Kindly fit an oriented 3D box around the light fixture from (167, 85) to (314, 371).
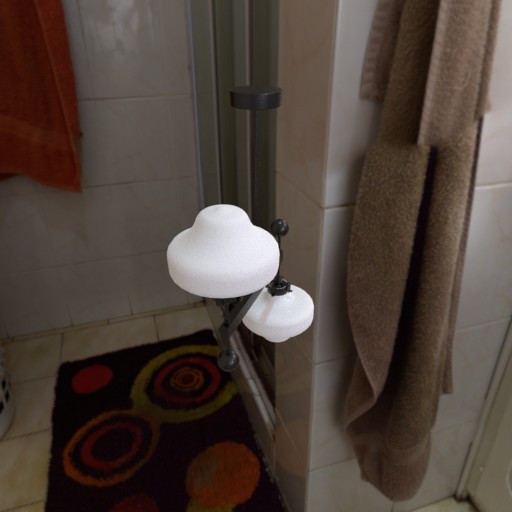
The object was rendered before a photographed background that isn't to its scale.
[{"bbox_3d":[0.000,0.000,1.043,0.422,0.743,0.489,-8,30,-14],"label":"light fixture"}]
